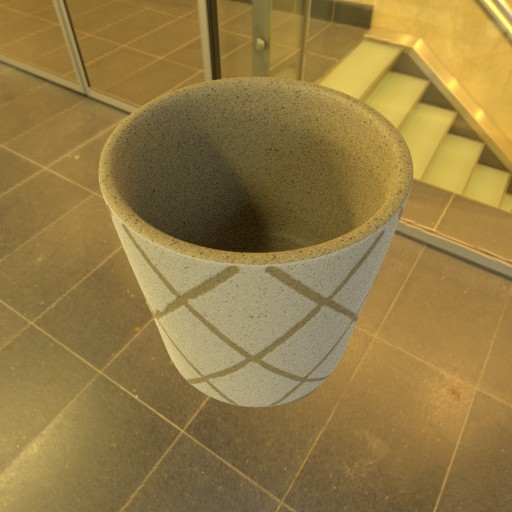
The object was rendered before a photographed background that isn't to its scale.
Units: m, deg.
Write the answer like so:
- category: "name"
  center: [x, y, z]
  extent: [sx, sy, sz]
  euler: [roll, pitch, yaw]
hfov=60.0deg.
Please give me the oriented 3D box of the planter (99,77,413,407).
- category: "planter"
  center: [0.000, 0.000, 0.348]
  extent: [0.191, 0.199, 0.191]
  euler: [0, 48, 0]
